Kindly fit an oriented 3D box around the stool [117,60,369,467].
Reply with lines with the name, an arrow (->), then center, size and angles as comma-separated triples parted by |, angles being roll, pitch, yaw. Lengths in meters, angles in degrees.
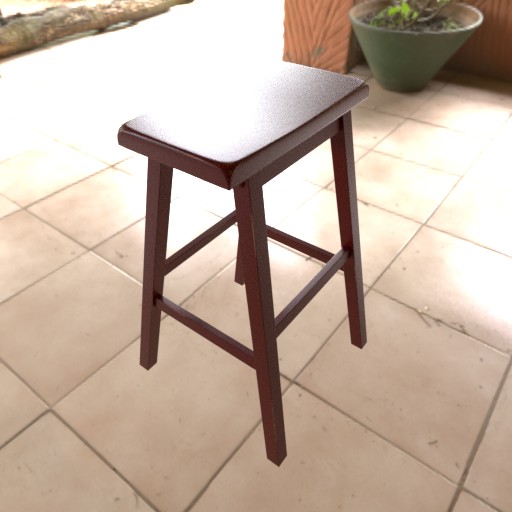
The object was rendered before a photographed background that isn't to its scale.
stool -> 0.000, 0.000, 1.039 | 0.476, 0.737, 0.457 | 26, 47, 27
